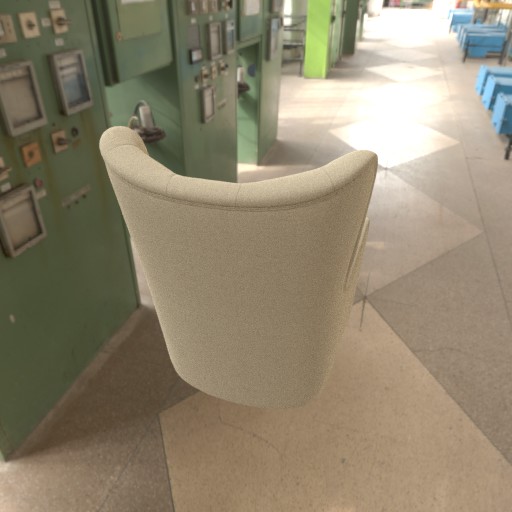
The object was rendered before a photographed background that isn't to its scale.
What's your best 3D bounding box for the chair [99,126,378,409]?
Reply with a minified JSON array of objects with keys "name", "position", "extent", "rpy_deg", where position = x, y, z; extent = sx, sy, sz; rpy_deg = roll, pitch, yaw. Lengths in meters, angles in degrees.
[{"name":"chair","position":[0.000,0.000,1.750],"extent":[0.831,1.079,0.929],"rpy_deg":[10,33,15]}]
